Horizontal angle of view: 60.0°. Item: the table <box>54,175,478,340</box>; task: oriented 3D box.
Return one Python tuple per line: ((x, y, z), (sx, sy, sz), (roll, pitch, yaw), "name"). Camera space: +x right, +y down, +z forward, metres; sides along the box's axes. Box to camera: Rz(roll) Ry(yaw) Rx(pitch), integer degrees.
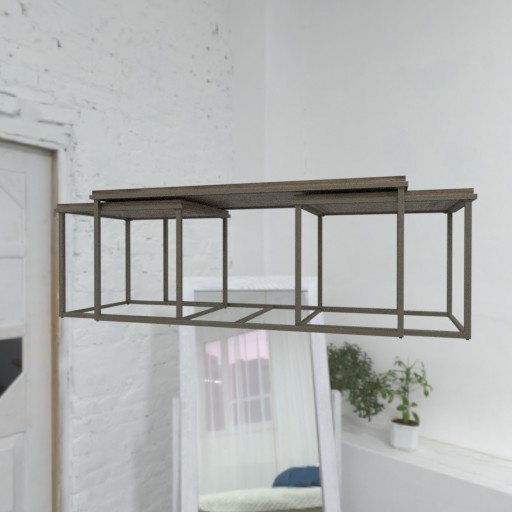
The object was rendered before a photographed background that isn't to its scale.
((0.000, 0.000, 1.527), (1.312, 0.427, 0.489), (0, 1, 17), "table")
